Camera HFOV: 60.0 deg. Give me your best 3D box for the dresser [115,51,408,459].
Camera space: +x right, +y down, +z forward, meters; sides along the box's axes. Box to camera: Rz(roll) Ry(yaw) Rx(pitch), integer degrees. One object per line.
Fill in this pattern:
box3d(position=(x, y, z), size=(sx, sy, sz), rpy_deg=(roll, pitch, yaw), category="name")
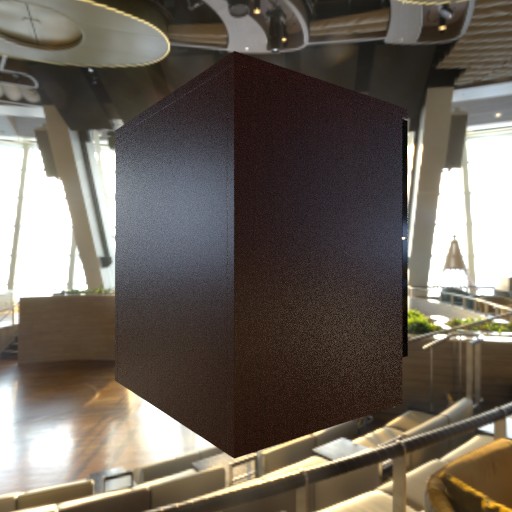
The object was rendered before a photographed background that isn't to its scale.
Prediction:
box3d(position=(0.000, 0.000, 0.776), size=(0.360, 0.470, 0.400), rpy_deg=(0, 0, -37), category="dresser")
